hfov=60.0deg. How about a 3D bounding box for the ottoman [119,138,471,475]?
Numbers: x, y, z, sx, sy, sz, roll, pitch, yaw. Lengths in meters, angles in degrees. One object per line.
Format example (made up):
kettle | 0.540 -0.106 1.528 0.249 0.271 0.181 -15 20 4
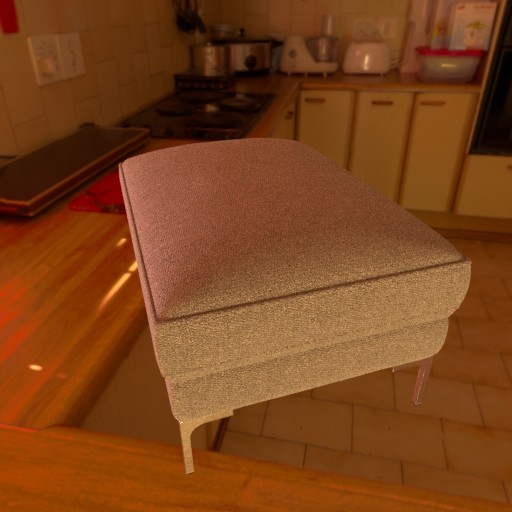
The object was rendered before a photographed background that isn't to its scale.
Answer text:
ottoman | 0.000 0.000 1.117 0.583 0.464 0.785 -10 32 -16
